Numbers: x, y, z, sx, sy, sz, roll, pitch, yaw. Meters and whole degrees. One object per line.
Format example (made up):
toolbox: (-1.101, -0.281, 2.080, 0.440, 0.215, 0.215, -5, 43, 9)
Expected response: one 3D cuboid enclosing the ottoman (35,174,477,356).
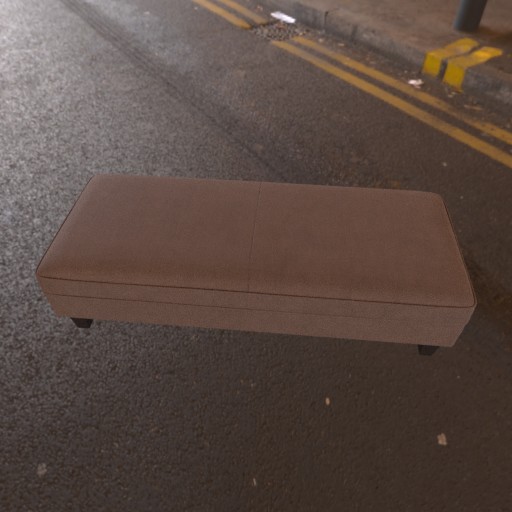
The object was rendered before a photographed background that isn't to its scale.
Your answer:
ottoman: (0.000, 0.000, 2.086, 1.764, 0.470, 0.751, 4, 46, 4)
